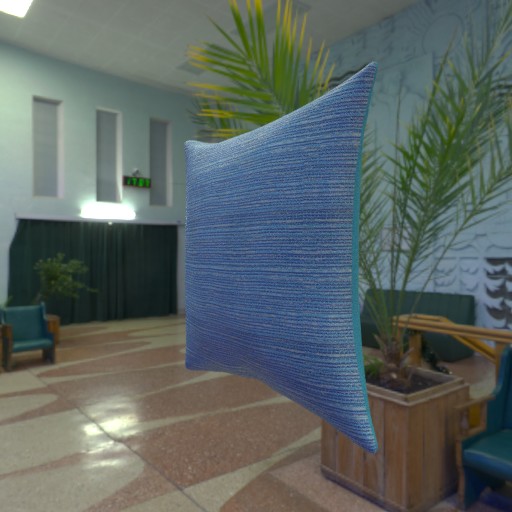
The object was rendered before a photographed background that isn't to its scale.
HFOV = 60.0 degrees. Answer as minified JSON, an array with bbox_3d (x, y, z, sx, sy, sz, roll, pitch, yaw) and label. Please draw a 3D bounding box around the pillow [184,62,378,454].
[{"bbox_3d":[0.000,0.000,0.762,0.150,0.497,0.514,0,0,-36],"label":"pillow"}]
